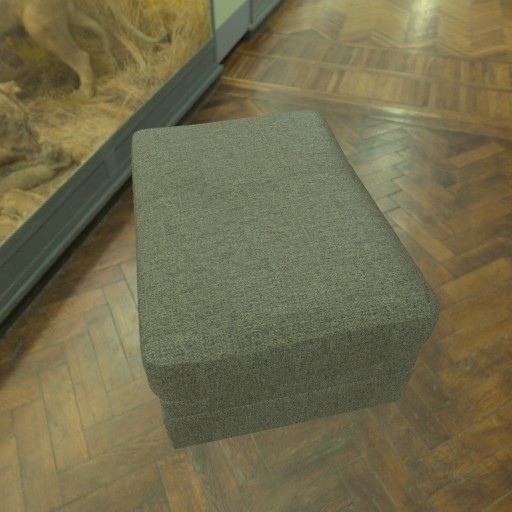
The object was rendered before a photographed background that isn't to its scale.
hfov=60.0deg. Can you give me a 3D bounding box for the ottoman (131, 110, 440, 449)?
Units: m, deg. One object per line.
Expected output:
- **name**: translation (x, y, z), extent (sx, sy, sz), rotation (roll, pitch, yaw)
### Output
- **ottoman**: translation (0.000, 0.000, 1.285), extent (0.637, 0.478, 0.885), rotation (-9, 47, -8)
